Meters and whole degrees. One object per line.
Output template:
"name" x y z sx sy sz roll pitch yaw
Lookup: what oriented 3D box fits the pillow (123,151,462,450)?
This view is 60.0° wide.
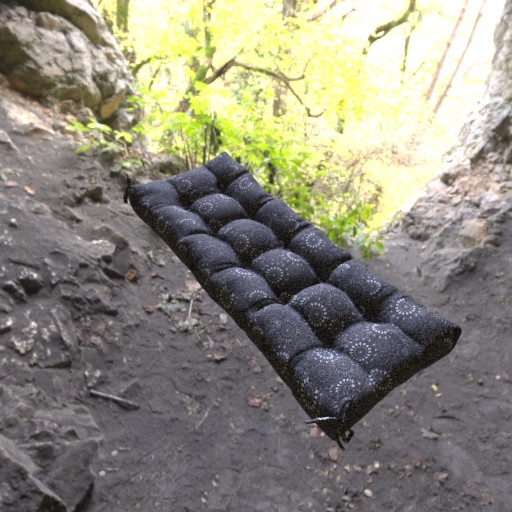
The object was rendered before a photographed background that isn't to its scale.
"pillow" 0.000 0.000 1.379 0.511 0.174 1.194 -26 48 -26
